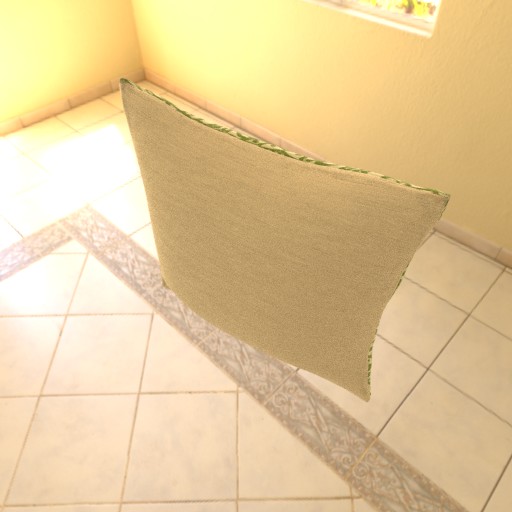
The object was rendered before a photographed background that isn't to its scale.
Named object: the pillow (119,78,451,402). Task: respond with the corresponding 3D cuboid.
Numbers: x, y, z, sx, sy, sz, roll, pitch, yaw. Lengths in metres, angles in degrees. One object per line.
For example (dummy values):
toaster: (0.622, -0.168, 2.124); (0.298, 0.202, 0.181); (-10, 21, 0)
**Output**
pillow: (0.000, 0.000, 0.644); (0.440, 0.419, 0.162); (26, 52, 23)
